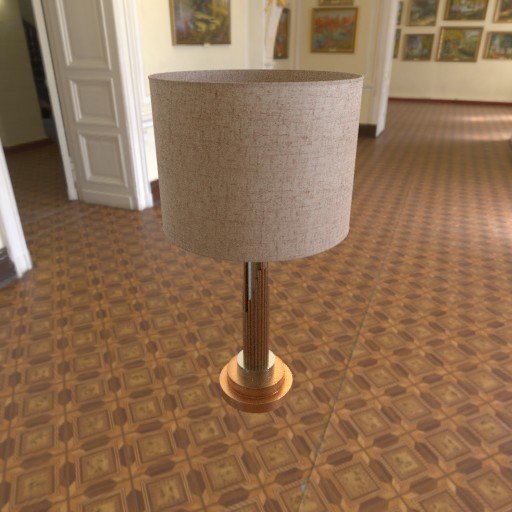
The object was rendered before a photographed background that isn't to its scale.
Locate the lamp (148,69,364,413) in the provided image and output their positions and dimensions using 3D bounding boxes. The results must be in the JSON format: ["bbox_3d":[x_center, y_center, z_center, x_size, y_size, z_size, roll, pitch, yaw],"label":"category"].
[{"bbox_3d":[0.000,0.000,0.805,0.321,0.610,0.321,17,30,32],"label":"lamp"}]
